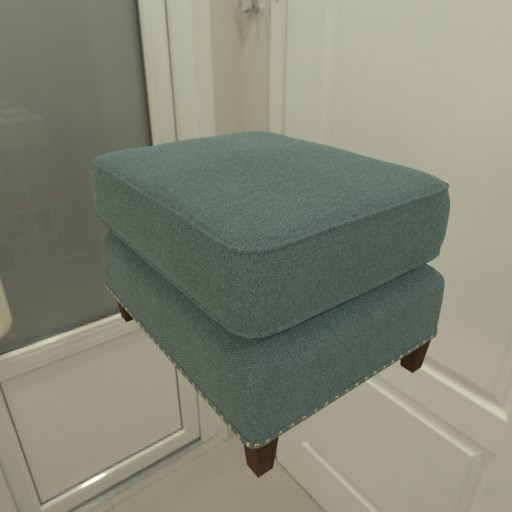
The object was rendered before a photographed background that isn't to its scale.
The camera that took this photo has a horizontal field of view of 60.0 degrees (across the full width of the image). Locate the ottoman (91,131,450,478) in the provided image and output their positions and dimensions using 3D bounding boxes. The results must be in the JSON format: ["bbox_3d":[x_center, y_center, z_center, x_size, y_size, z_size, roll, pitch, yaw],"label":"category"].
[{"bbox_3d":[0.000,0.000,1.125,0.589,0.537,0.738,-19,32,-33],"label":"ottoman"}]
